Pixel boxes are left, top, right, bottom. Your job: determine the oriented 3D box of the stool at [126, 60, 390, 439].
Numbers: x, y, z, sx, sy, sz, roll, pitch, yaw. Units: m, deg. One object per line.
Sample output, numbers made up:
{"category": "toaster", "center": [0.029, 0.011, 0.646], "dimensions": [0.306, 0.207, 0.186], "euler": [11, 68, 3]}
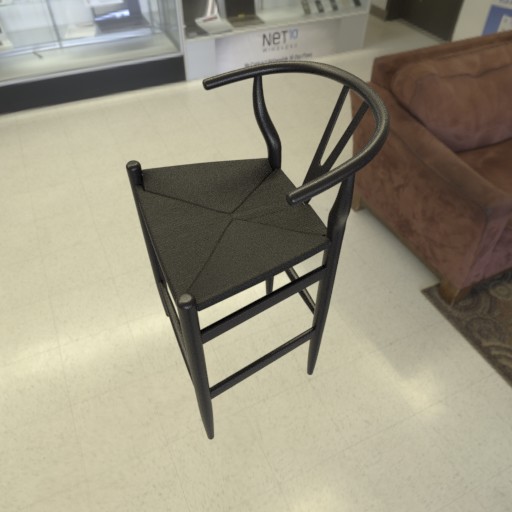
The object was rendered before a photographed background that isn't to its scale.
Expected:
{"category": "stool", "center": [0.000, 0.000, 1.327], "dimensions": [0.579, 0.970, 0.569], "euler": [-17, 49, -15]}
